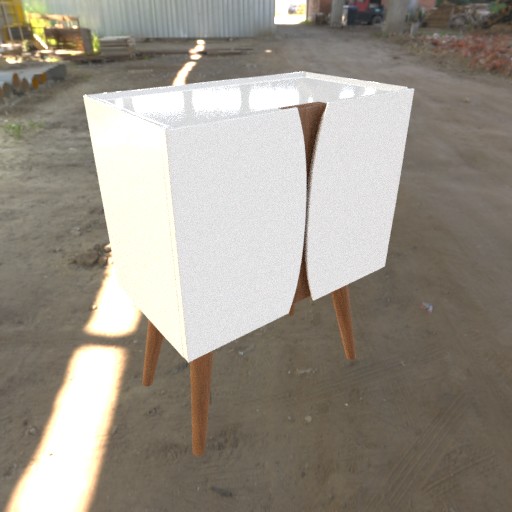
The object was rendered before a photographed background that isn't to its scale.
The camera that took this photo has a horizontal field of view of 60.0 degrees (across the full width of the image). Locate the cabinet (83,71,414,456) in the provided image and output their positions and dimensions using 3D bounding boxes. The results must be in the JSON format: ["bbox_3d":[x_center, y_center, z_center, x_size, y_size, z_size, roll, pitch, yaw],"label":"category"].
[{"bbox_3d":[0.000,0.000,1.095,0.591,0.772,0.344,-21,35,-32],"label":"cabinet"}]
